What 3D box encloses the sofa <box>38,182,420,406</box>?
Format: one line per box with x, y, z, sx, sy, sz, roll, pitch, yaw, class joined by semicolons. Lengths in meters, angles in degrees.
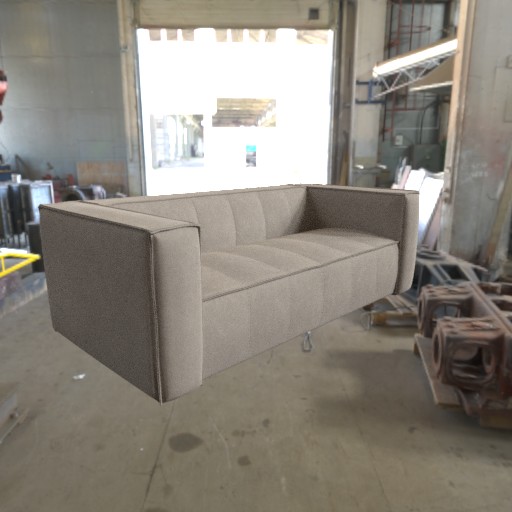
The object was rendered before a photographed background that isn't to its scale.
0.000;0.000;2.503;1.038;0.680;1.995;13;19;43;sofa
